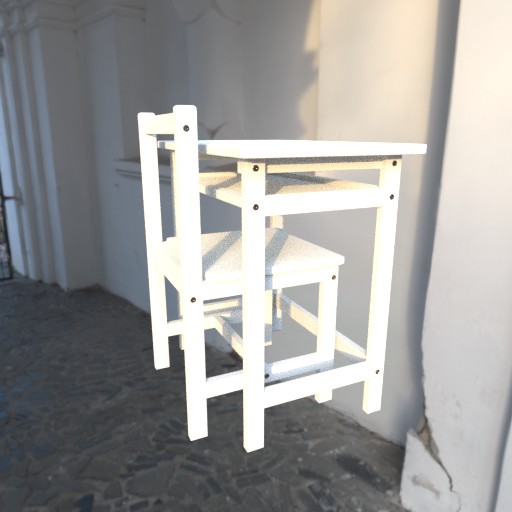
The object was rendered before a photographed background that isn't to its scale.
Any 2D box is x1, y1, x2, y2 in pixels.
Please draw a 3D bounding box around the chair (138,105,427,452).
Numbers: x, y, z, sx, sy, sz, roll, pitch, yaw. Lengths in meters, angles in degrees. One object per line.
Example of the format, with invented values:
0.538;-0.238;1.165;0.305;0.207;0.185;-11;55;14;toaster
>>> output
0.000;0.000;1.087;0.461;0.673;0.599;-7;17;-24;chair
